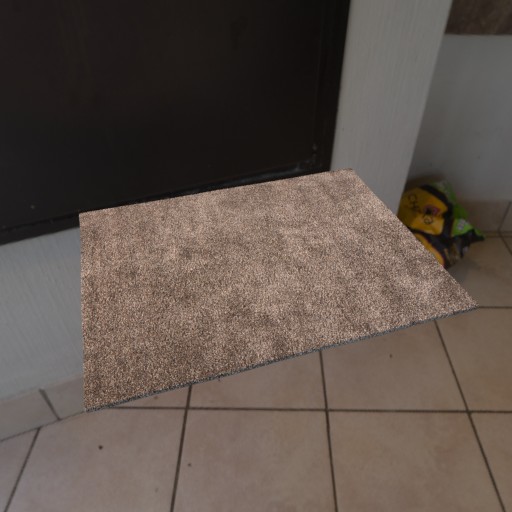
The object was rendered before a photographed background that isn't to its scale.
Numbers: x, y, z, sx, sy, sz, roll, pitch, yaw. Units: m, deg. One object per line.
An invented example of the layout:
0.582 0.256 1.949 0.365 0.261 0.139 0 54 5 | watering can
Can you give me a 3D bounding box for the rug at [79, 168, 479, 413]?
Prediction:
0.000 0.000 2.121 1.601 0.025 1.198 -12 42 -13 | rug
